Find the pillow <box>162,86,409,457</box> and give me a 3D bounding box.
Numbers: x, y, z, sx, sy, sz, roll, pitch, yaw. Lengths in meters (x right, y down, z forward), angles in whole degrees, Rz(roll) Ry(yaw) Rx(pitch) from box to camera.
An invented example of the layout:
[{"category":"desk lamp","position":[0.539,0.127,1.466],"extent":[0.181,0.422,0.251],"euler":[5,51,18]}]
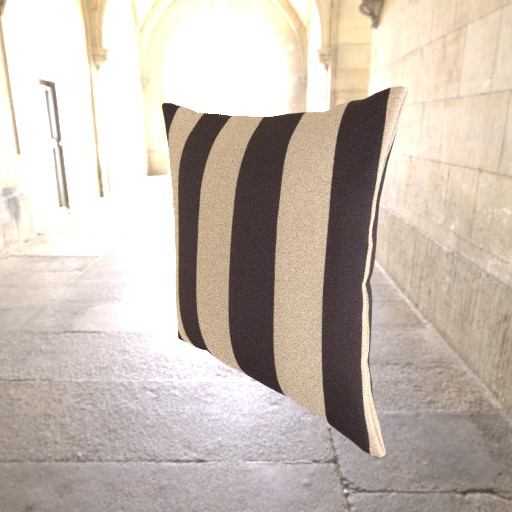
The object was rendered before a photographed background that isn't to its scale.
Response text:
[{"category":"pillow","position":[0.000,0.000,0.770],"extent":[0.536,0.526,0.189],"euler":[16,22,42]}]
